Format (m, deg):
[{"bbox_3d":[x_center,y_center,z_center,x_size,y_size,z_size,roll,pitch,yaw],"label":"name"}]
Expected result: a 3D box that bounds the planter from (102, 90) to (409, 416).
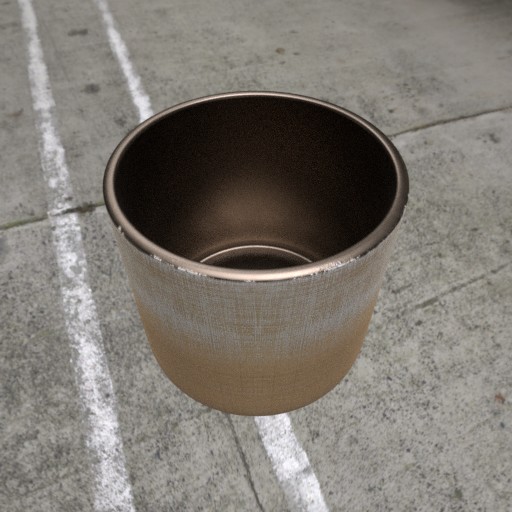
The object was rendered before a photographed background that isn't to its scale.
[{"bbox_3d":[0.000,0.000,0.393,0.221,0.201,0.221,0,48,0],"label":"planter"}]
